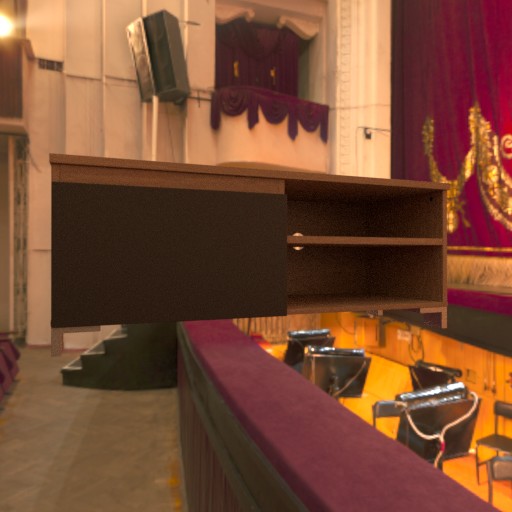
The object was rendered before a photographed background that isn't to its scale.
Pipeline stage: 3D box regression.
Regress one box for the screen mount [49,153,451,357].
[{"bbox_3d":[0.000,0.000,1.313,1.084,0.432,0.406,0,0,-21],"label":"screen mount"}]
